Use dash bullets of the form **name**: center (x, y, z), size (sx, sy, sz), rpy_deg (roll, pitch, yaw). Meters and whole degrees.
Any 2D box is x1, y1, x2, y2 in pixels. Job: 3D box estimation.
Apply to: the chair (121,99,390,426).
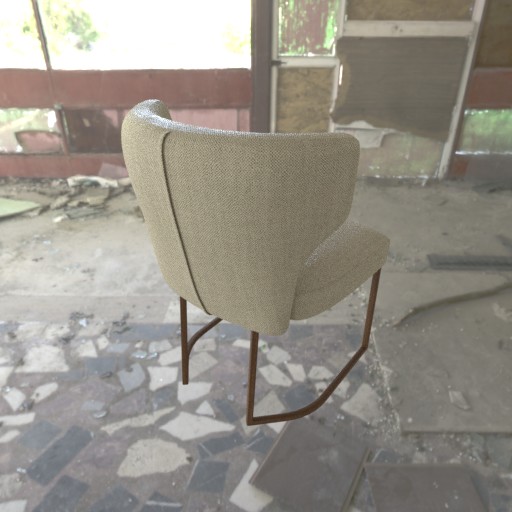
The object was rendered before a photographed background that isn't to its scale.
- **chair**: center (0.000, 0.000, 1.246), size (0.611, 0.824, 0.617), rpy_deg (21, 36, 32)
